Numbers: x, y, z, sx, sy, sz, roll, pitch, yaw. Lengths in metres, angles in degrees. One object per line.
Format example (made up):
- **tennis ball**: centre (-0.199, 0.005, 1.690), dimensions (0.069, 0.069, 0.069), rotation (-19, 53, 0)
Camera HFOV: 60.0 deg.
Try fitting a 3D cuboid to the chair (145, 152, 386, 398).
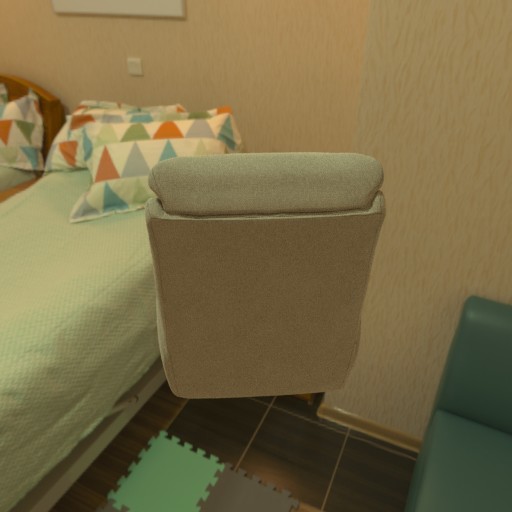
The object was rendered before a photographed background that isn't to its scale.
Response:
- **chair**: centre (0.000, 0.000, 1.712), dimensions (0.794, 1.021, 0.940), rotation (-2, 31, -3)
